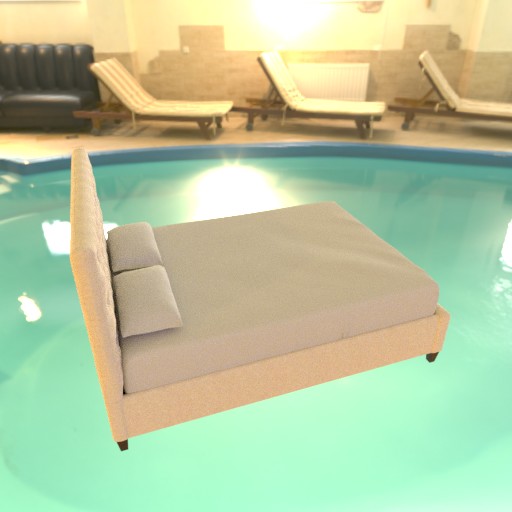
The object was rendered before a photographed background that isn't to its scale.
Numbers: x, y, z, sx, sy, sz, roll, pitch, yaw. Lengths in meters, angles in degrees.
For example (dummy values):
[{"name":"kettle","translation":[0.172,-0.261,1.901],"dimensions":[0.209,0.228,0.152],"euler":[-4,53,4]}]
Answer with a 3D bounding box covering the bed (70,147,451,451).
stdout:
[{"name":"bed","translation":[0.000,0.000,3.358],"dimensions":[2.387,1.427,1.698],"euler":[-10,32,-17]}]
